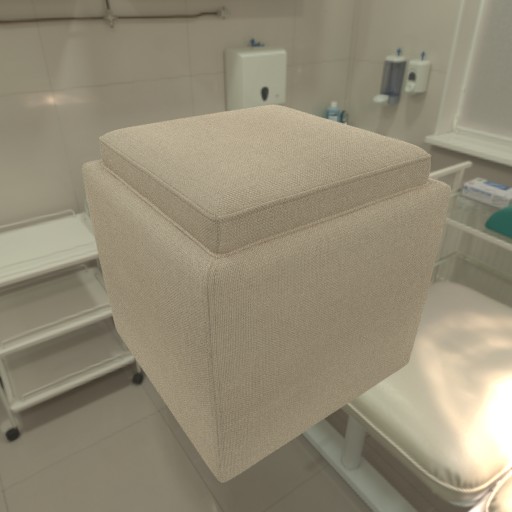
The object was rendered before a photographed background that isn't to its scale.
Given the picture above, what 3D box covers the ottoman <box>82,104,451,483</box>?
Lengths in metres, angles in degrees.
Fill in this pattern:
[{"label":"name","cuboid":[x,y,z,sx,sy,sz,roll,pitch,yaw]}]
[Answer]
[{"label":"ottoman","cuboid":[0.000,0.000,0.801,0.450,0.460,0.451,-20,36,-30]}]
